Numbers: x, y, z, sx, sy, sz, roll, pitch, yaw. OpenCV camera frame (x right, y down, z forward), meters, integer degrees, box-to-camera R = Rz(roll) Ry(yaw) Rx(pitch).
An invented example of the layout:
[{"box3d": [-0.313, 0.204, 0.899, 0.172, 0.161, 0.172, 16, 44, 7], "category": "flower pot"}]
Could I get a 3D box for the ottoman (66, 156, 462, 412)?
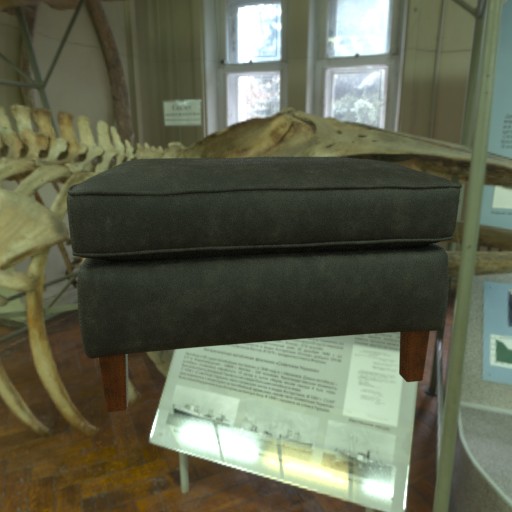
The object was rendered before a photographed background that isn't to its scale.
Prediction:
[{"box3d": [0.000, 0.000, 0.962, 0.665, 0.413, 0.501, -3, 15, -10], "category": "ottoman"}]
